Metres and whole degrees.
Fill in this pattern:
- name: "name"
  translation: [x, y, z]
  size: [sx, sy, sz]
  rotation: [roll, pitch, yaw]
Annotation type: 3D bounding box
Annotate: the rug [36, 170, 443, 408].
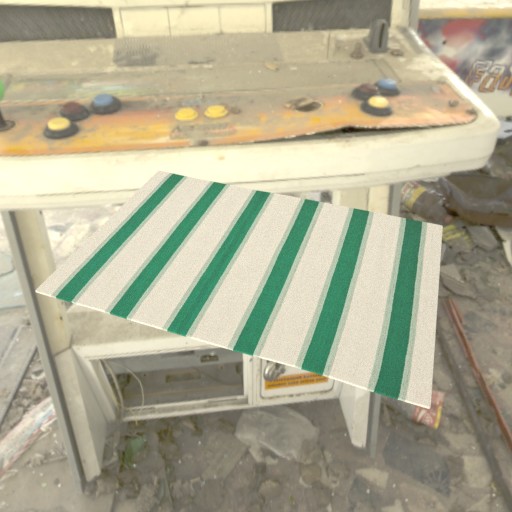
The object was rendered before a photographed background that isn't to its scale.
- name: "rug"
  translation: [0.000, 0.000, 2.333]
  size: [1.829, 0.012, 1.210]
  rotation: [13, 43, 15]
